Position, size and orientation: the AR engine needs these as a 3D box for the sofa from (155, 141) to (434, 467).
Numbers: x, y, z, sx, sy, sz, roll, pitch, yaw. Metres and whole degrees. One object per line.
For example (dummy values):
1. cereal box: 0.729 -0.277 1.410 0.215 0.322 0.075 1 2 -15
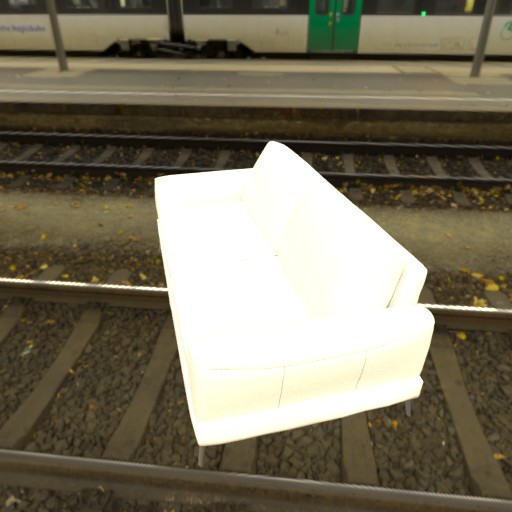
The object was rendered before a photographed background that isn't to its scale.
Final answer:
1. sofa: 0.000 0.000 2.729 1.121 0.930 2.177 -8 31 -13
